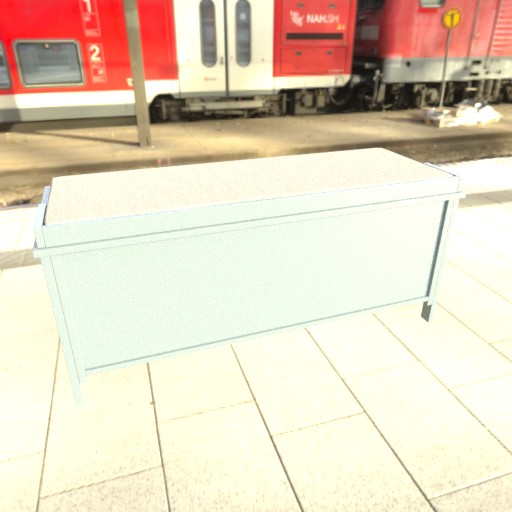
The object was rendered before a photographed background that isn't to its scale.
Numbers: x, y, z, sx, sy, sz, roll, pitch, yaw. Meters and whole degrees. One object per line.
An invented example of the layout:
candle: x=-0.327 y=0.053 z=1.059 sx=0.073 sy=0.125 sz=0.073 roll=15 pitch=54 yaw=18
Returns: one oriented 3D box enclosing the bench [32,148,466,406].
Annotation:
bench: x=0.000 y=0.000 z=1.360 sx=1.140 sy=0.501 sz=0.398 roll=-9 pitch=28 yaw=-17
